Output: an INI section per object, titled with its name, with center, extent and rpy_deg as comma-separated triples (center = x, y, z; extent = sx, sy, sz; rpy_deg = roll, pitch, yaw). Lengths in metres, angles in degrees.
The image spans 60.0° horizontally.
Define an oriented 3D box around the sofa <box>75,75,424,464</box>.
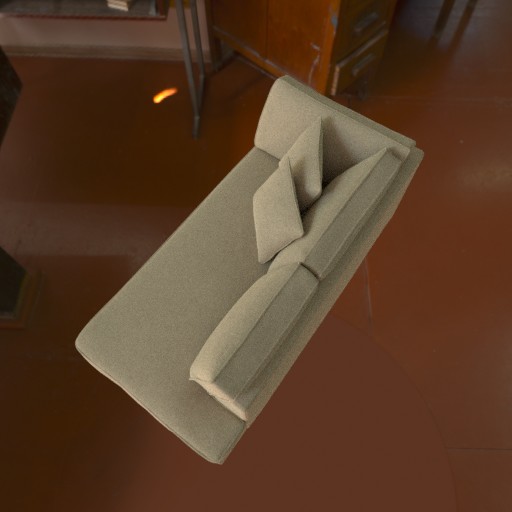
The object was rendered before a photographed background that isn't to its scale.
[sofa]
center = 0.000, 0.000, 2.839
extent = 1.110, 1.033, 2.237
rpy_deg = 33, 68, 15
